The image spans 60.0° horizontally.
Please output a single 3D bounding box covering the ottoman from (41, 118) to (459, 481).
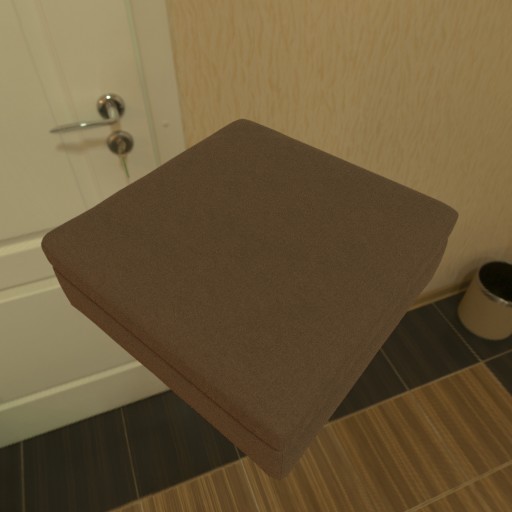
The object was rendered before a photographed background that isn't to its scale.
[{"bbox_3d":[0.000,0.000,1.821,1.181,0.470,1.181,31,54,26],"label":"ottoman"}]
